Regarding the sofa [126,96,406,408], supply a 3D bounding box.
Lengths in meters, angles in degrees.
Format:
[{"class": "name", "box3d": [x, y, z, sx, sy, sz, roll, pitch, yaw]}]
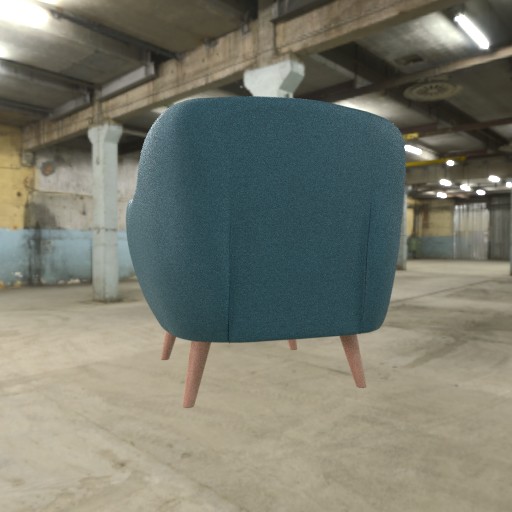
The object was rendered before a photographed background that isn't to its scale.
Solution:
[{"class": "sofa", "box3d": [0.000, 0.000, 1.519, 0.836, 0.817, 0.825, 0, 1, -18]}]
